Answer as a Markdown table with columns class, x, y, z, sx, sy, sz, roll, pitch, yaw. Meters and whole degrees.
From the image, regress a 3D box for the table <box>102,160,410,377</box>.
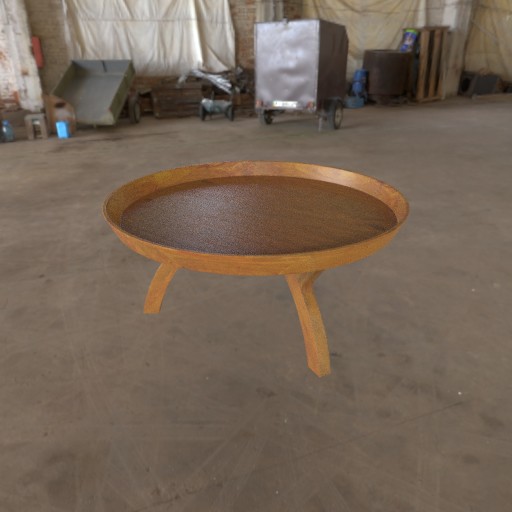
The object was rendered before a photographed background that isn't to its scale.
| class | x | y | z | sx | sy | sz | roll | pitch | yaw |
| --- | --- | --- | --- | --- | --- | --- | --- | --- | --- |
| table | 0.000 | 0.000 | 1.631 | 1.016 | 0.470 | 1.016 | 0 | 26 | 0 |
